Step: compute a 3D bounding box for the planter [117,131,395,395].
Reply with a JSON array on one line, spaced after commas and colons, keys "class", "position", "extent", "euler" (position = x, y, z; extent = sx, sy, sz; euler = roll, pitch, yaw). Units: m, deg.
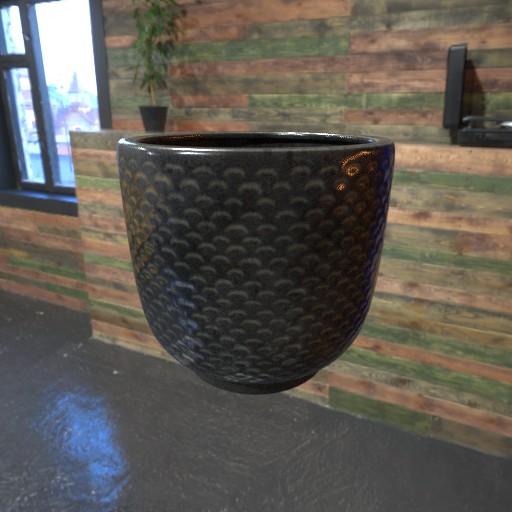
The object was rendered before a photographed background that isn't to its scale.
[{"class": "planter", "position": [0.000, 0.000, 0.250], "extent": [0.140, 0.129, 0.140], "euler": [0, 18, 0]}]
